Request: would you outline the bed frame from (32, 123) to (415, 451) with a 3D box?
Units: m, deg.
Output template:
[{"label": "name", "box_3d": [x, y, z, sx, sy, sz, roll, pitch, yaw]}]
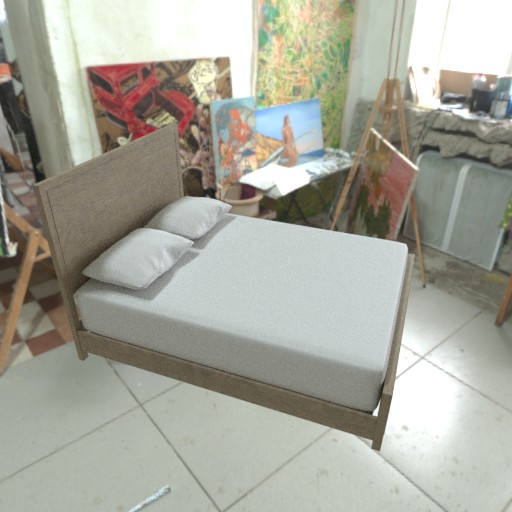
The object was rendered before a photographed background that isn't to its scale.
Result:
[{"label": "bed frame", "box_3d": [0.000, 0.000, 3.246, 2.189, 1.369, 1.606, 11, 32, 18]}]
